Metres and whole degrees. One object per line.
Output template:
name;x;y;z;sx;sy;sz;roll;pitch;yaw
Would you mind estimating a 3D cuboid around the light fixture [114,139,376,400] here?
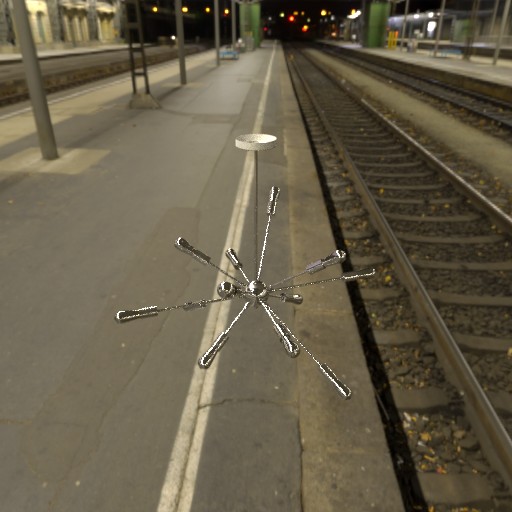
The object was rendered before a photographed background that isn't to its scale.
light fixture;0.000;0.000;1.063;0.684;0.558;0.509;-9;28;-17
